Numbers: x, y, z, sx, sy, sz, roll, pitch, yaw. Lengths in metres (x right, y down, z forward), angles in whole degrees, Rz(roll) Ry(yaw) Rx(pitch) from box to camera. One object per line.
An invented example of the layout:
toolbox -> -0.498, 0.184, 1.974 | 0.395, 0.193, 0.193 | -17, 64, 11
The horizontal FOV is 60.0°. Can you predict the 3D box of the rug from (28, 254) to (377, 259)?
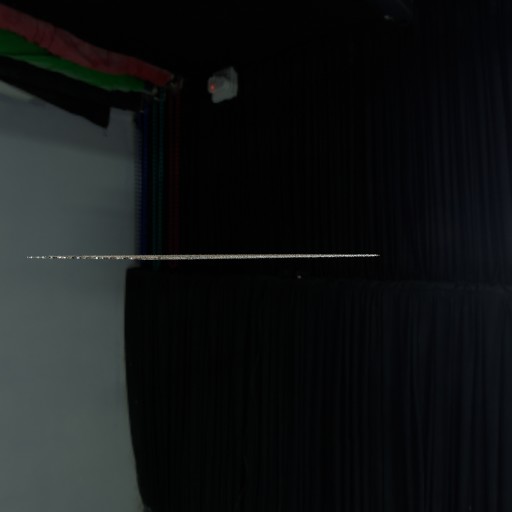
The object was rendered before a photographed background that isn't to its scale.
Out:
rug -> 0.000, 0.000, 2.919 | 0.762, 0.011, 2.664 | 0, 0, 35
